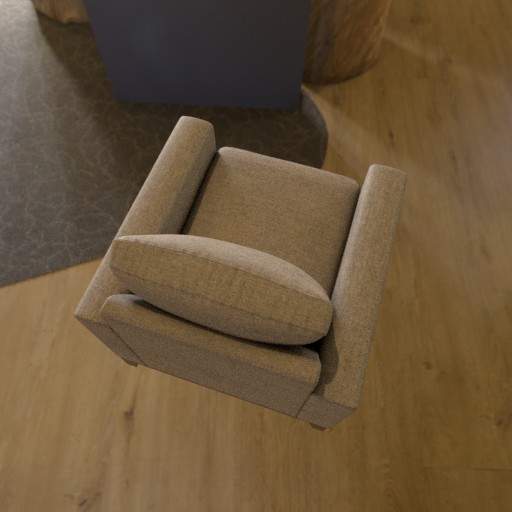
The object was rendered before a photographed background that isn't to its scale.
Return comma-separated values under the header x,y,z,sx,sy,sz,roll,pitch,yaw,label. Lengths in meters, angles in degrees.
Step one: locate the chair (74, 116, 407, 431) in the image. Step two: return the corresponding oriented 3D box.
x,y,z,sx,sy,sz,roll,pitch,yaw,label
0.000,0.000,1.871,1.024,1.010,1.038,16,64,8,chair
